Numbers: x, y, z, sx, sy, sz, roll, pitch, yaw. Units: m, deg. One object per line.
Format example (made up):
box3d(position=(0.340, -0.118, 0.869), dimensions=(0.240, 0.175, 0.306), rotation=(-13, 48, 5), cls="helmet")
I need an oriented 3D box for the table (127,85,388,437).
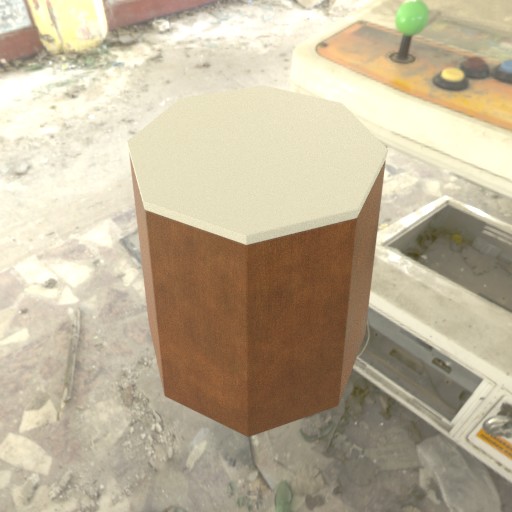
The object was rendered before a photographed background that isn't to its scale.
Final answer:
box3d(position=(0.000, 0.000, 0.794), dimensions=(0.439, 0.457, 0.439), rotation=(-16, 48, -14), cls="table")
